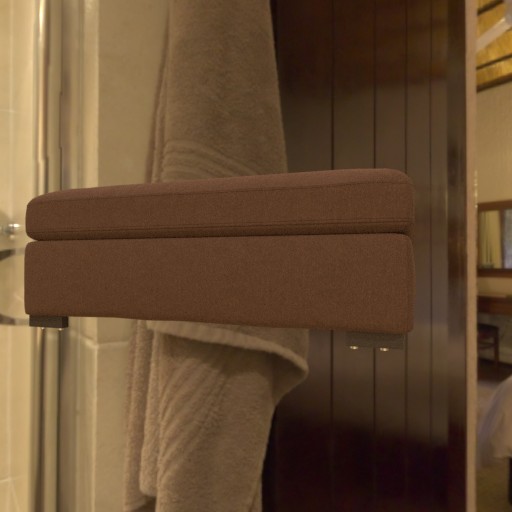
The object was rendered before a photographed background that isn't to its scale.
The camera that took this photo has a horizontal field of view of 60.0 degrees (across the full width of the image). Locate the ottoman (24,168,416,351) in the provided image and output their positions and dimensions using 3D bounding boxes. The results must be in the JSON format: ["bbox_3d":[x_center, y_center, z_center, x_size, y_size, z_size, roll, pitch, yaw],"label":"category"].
[{"bbox_3d":[0.000,0.000,1.749,1.181,0.470,1.181,0,-1,20],"label":"ottoman"}]
